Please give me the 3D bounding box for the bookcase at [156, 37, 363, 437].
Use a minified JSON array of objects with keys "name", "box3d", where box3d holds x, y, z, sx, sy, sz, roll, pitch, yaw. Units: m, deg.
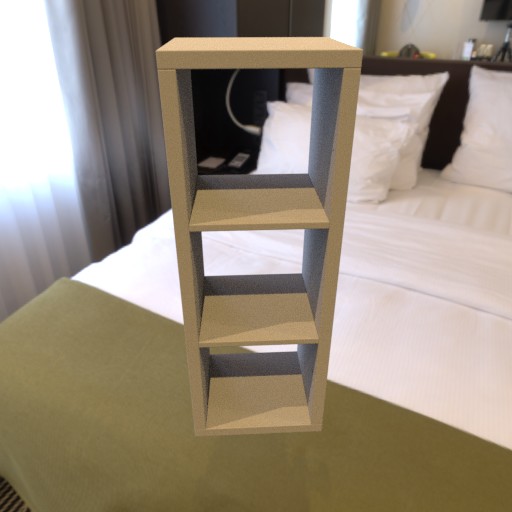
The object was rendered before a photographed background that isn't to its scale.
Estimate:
[{"name":"bookcase","box3d":[0.000,0.000,1.243,0.390,1.080,0.330,-1,30,-3]}]
